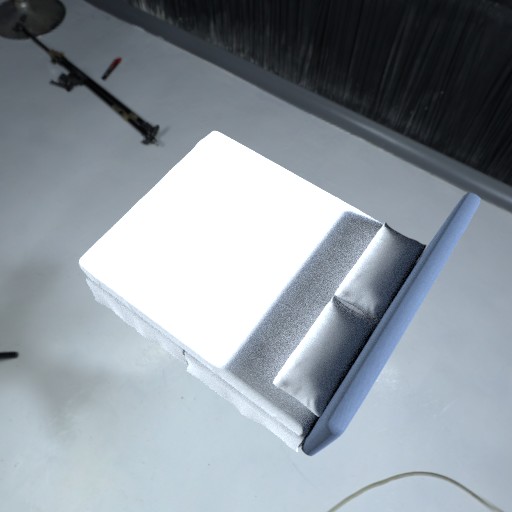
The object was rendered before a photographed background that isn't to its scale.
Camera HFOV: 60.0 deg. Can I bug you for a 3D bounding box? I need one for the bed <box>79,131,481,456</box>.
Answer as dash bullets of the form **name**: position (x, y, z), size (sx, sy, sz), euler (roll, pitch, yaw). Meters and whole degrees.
- **bed**: position (0.000, 0.000, 3.180), size (2.162, 1.330, 1.713), euler (33, 66, 16)
